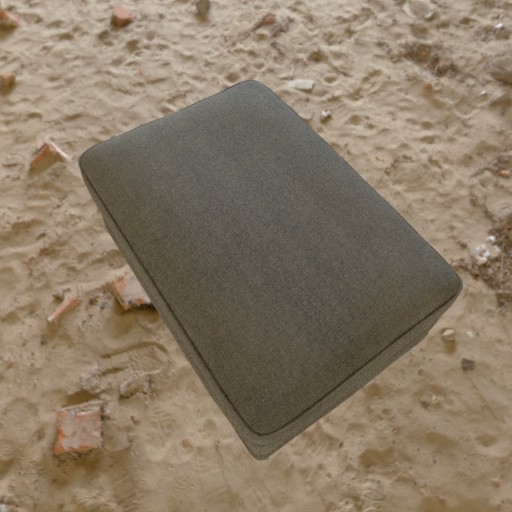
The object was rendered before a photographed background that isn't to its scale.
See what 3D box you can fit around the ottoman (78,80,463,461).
[{"bbox_3d":[0.000,0.000,1.139,0.561,0.457,0.813,-30,63,-17],"label":"ottoman"}]
